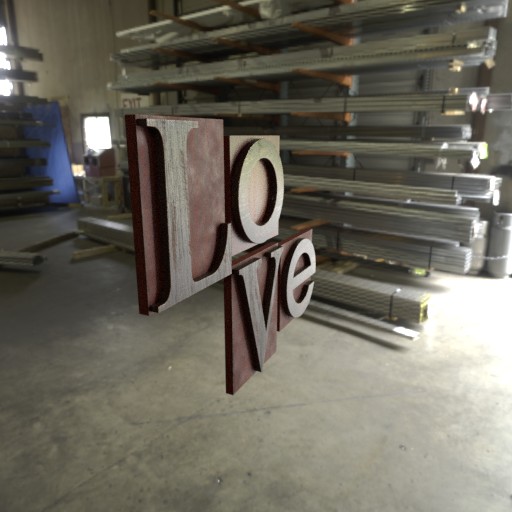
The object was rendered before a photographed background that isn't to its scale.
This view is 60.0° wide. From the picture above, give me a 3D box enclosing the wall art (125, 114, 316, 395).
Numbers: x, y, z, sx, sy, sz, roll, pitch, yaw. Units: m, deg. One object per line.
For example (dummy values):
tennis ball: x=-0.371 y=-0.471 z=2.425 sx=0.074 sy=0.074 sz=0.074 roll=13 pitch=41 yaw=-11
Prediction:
wall art: x=0.000 y=0.000 z=0.856 sx=0.030 sy=0.497 sz=0.635 roll=7 pitch=17 yaw=26
